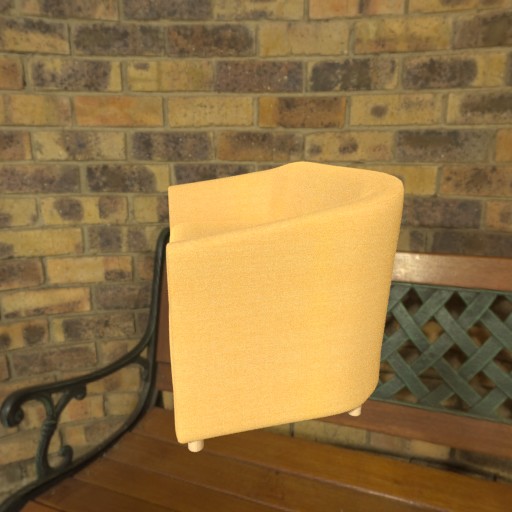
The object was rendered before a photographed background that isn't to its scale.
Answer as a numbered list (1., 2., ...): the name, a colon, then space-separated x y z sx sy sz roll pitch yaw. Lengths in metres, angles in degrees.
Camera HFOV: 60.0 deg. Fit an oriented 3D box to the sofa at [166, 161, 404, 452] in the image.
1. sofa: 0.000 0.000 1.813 0.705 0.721 1.452 -3 15 -10
